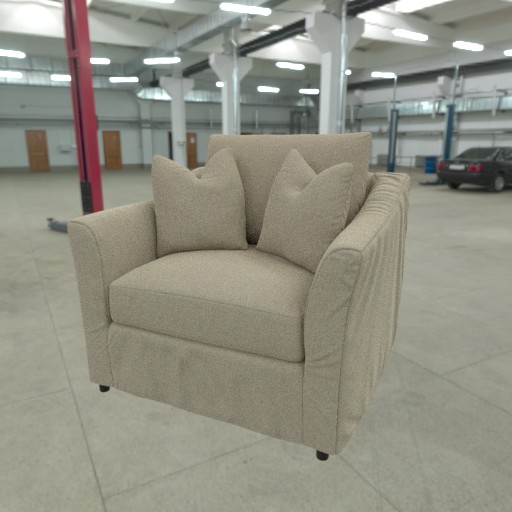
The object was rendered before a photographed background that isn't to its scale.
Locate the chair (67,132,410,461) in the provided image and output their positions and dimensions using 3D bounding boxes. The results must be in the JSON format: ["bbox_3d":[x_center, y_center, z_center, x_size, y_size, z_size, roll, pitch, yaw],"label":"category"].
[{"bbox_3d":[0.000,0.000,2.020,1.194,1.093,1.071,7,16,25],"label":"chair"}]
